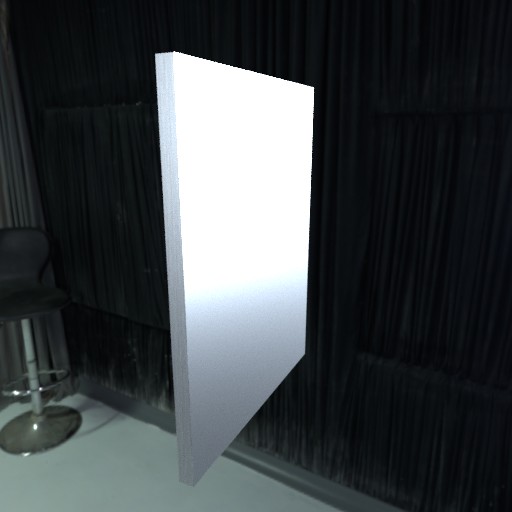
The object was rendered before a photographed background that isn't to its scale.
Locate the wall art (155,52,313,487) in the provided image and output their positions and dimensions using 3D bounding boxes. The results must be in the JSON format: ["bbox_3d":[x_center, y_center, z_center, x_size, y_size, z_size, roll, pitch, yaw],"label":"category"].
[{"bbox_3d":[0.000,0.000,0.750,0.025,0.569,0.444,8,17,26],"label":"wall art"}]
